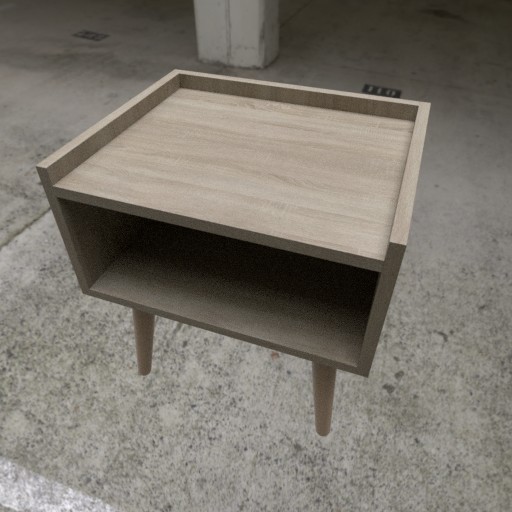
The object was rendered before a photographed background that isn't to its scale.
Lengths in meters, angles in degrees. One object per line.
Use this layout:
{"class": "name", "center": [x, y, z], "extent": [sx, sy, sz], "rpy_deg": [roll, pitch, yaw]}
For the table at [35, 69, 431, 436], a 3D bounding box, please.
{"class": "table", "center": [0.000, 0.000, 0.779], "extent": [0.450, 0.470, 0.370], "rpy_deg": [14, 43, 15]}
